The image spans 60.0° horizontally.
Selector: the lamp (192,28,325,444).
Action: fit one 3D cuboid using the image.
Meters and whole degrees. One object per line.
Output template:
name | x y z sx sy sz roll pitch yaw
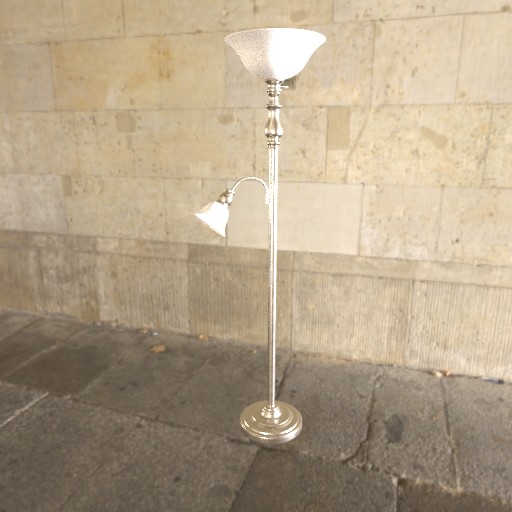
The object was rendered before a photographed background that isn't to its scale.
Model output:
lamp | 0.000 0.000 1.985 0.575 1.785 0.405 -7 16 -25
